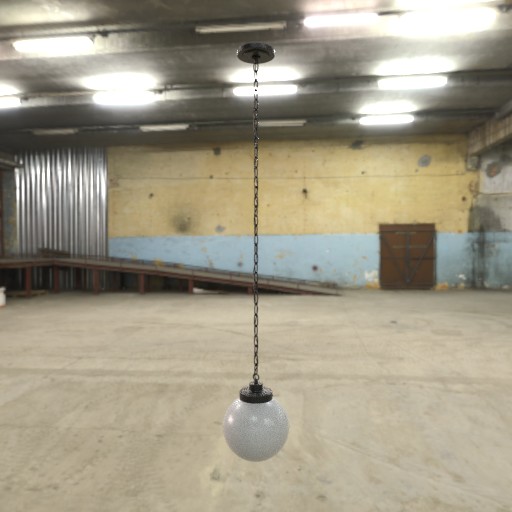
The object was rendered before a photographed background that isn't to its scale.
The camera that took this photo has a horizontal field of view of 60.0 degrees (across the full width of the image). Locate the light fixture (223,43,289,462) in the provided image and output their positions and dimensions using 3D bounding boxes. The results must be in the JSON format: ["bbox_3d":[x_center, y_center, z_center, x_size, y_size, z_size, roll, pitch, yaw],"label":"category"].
[{"bbox_3d":[0.000,0.000,2.034,0.305,1.867,0.304,0,1,35],"label":"light fixture"}]
